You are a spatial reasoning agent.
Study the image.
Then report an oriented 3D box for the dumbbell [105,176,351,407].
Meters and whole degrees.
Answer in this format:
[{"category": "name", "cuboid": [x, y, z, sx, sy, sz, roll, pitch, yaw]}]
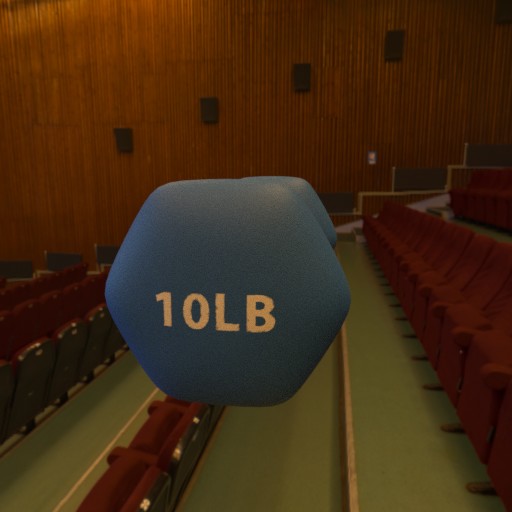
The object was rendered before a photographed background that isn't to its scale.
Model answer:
[{"category": "dumbbell", "cuboid": [0.000, 0.000, 0.265, 0.103, 0.093, 0.212, 2, 11, 9]}]
